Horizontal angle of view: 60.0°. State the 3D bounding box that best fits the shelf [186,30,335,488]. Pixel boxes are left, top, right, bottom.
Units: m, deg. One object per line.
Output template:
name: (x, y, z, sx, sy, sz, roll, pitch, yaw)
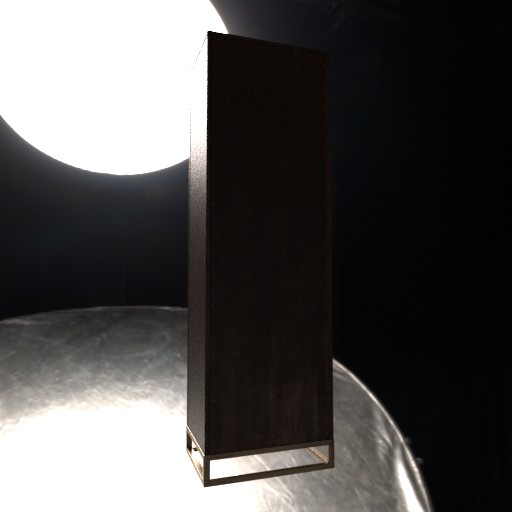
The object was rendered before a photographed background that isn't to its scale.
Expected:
shelf: (0.000, 0.000, 1.945, 0.539, 1.732, 0.395, 1, -4, -19)
